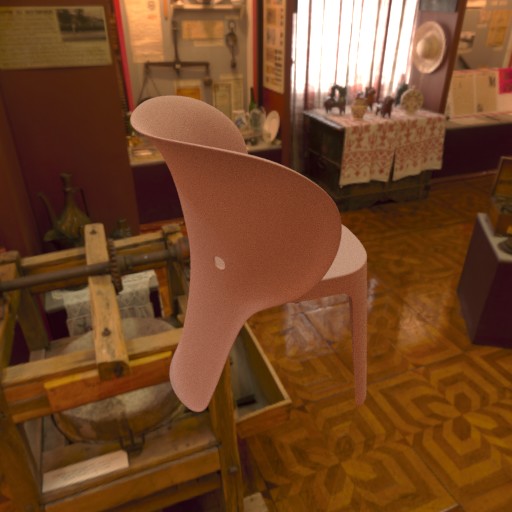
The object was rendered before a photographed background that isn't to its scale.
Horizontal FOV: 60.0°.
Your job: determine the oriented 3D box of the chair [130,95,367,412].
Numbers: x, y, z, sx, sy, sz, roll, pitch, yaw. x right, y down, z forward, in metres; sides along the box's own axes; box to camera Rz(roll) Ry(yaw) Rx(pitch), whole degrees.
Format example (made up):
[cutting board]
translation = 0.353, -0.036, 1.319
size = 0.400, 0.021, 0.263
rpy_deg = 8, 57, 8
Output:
[chair]
translation = 0.000, 0.000, 0.867
size = 0.402, 0.554, 0.451
rpy_deg = -10, 31, -17
